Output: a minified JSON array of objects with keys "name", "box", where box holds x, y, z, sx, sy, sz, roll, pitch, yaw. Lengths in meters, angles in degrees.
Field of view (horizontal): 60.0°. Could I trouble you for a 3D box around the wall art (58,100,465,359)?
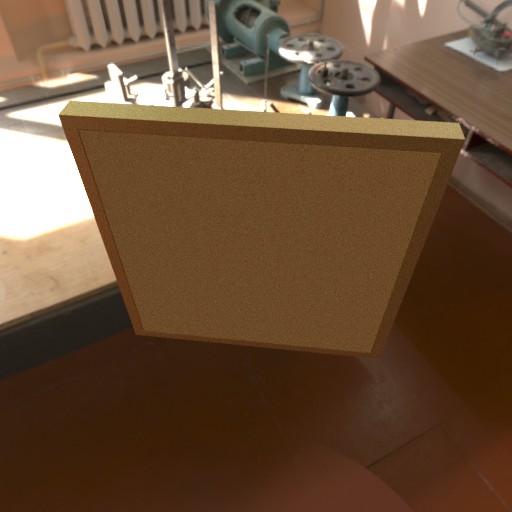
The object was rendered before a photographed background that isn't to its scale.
[{"name":"wall art","box":[0.000,0.000,1.890,1.284,1.284,0.095,5,47,4]}]
